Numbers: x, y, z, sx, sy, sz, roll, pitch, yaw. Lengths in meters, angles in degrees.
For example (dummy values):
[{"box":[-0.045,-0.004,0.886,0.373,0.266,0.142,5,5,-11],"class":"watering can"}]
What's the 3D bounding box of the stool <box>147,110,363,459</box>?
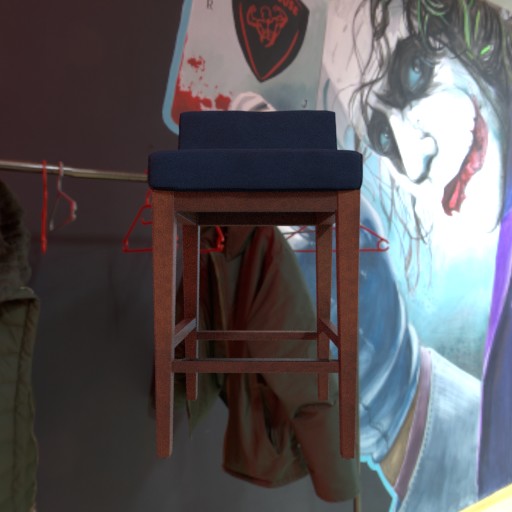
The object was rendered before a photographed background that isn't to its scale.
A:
[{"box":[0.000,0.000,1.258,0.511,0.945,0.516,0,0,1],"class":"stool"}]
